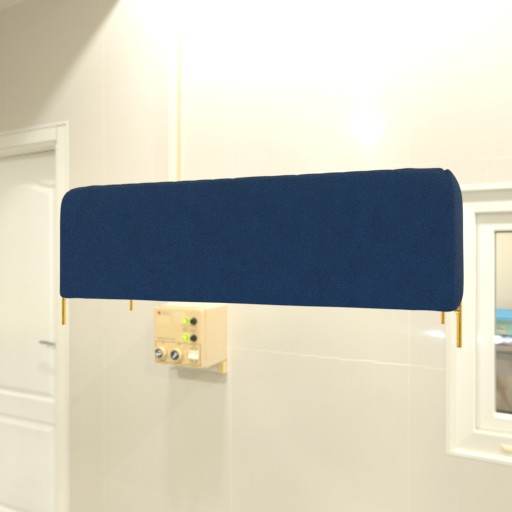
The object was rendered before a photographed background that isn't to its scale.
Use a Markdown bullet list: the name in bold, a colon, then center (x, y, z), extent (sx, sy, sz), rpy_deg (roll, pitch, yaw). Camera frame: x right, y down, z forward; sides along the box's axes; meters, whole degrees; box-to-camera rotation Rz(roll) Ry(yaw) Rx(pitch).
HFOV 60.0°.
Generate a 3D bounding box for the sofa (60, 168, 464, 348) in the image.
- **sofa**: center (0.000, 0.000, 2.600), extent (2.136, 0.793, 0.896), rpy_deg (0, 0, 17)
